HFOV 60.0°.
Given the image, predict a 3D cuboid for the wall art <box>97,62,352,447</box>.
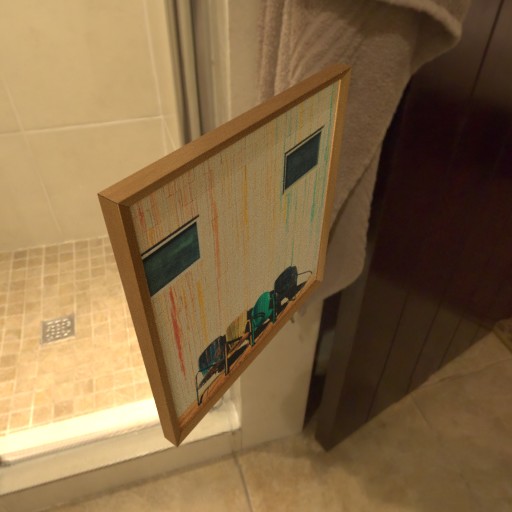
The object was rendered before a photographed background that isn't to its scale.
[{"bbox_3d":[0.000,0.000,0.455,0.019,0.302,0.302,25,47,26],"label":"wall art"}]
